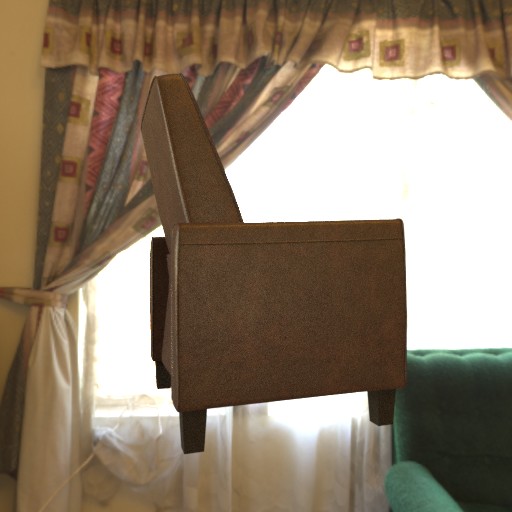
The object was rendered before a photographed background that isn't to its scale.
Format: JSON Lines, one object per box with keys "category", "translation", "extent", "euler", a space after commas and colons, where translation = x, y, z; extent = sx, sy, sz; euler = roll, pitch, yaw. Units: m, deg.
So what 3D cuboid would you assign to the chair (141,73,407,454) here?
{"category": "chair", "translation": [0.000, 0.000, 1.531], "extent": [0.746, 1.013, 0.705], "euler": [0, -1, -19]}
